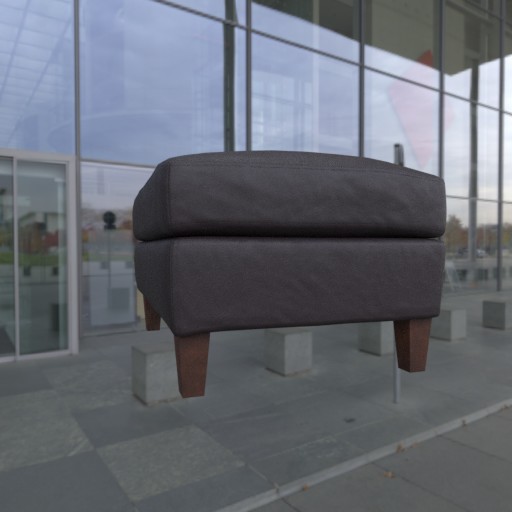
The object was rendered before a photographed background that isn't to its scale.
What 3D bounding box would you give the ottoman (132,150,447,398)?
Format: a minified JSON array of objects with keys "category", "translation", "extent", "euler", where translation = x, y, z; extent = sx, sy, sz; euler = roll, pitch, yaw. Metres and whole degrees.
[{"category":"ottoman","translation":[0.000,0.000,1.300],"extent":[0.659,0.529,0.887],"euler":[0,1,-19]}]
